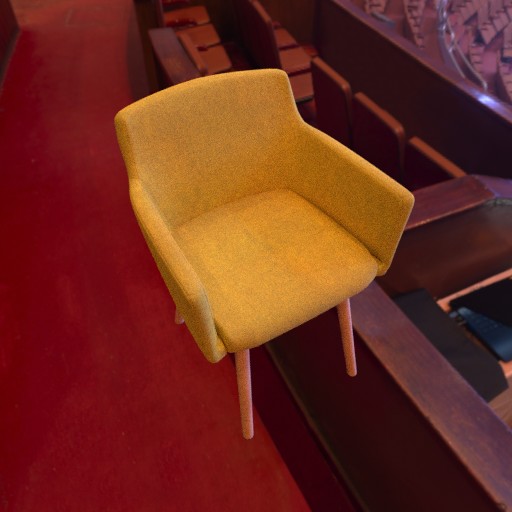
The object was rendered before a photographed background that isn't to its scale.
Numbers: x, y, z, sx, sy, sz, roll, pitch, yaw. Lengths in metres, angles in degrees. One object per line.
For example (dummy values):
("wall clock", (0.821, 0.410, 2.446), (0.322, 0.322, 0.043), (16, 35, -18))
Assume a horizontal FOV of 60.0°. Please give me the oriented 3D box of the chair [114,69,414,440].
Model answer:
("chair", (0.000, 0.000, 1.203), (0.570, 0.780, 0.570), (-24, 51, -21))
